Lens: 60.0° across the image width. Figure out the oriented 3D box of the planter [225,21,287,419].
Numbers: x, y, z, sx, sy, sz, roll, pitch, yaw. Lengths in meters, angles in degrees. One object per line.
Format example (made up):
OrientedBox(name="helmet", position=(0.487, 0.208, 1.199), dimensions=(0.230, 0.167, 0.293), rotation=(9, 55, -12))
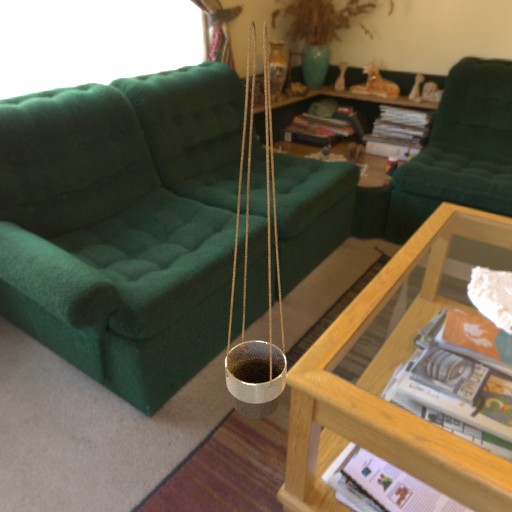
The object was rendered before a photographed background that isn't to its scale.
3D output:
OrientedBox(name="planter", position=(0.000, 0.000, 1.144), dimensions=(0.187, 1.073, 0.187), rotation=(10, 32, 16))
